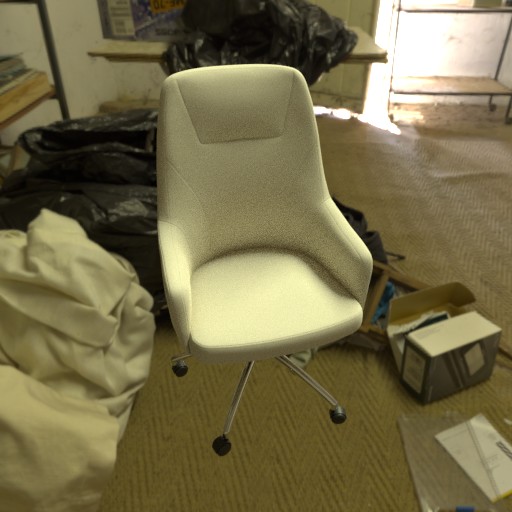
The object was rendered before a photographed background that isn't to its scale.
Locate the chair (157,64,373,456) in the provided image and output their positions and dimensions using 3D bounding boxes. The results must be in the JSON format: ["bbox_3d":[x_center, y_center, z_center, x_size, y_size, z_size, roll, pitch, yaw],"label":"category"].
[{"bbox_3d":[0.000,0.000,1.417,0.620,1.049,0.640,-9,35,-14],"label":"chair"}]
